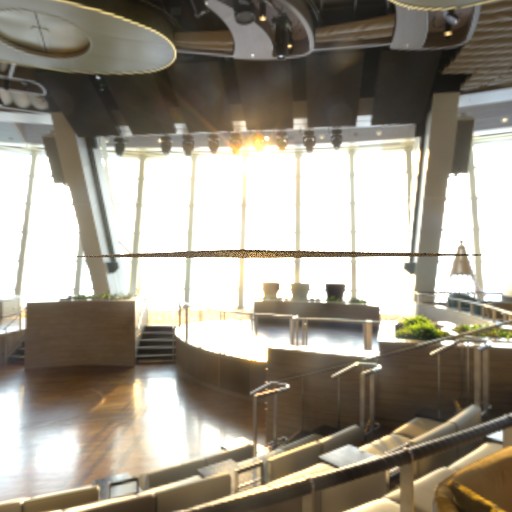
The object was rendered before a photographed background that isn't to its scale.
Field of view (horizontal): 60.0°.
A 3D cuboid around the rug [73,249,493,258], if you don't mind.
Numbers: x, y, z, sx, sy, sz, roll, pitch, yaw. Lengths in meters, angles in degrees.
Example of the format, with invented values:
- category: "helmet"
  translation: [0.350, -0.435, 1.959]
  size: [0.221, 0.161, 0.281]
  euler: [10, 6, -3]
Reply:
- category: "rug"
  translation: [0.000, 0.000, 4.020]
  size: [2.439, 0.010, 3.048]
  euler: [1, -1, -36]
